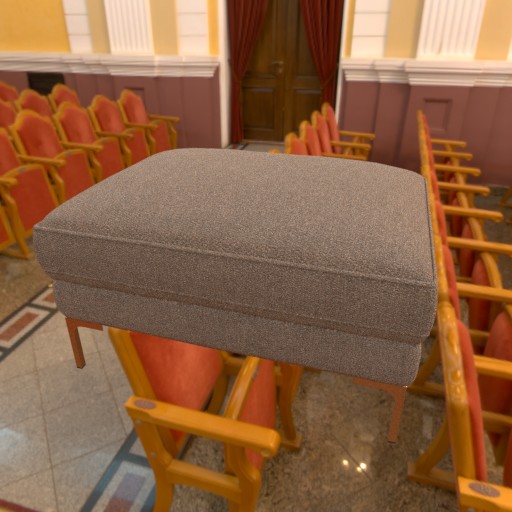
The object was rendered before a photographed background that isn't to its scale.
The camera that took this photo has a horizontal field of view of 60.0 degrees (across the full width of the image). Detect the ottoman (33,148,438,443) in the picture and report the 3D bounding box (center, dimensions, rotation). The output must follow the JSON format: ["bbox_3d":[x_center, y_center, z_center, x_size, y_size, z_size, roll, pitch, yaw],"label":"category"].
[{"bbox_3d":[0.000,0.000,1.103,0.785,0.464,0.583,8,29,15],"label":"ottoman"}]
